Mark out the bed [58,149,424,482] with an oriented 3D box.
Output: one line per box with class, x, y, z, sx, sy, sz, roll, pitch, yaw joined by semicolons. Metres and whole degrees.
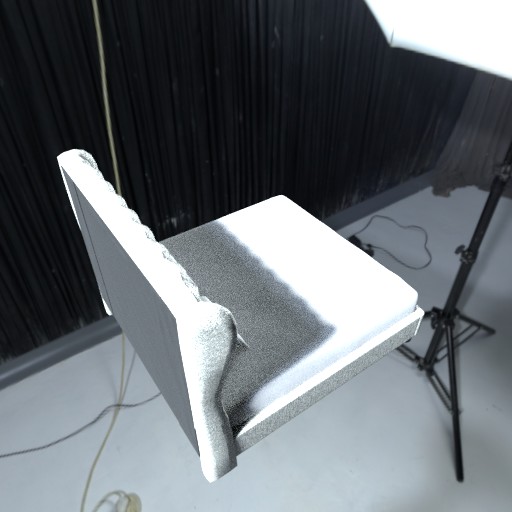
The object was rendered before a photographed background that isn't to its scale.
bed;0.000;0.000;3.868;2.347;1.771;2.219;-24;46;-26
